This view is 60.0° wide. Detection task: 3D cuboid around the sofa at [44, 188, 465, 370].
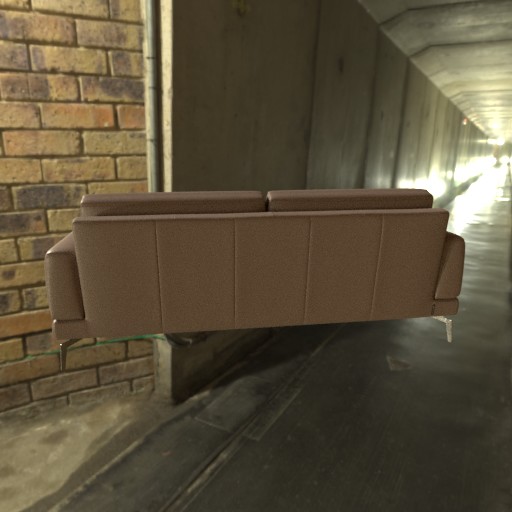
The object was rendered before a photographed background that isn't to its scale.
[{"bbox_3d":[0.000,0.000,2.406,1.940,0.765,0.974,-2,15,-8],"label":"sofa"}]
